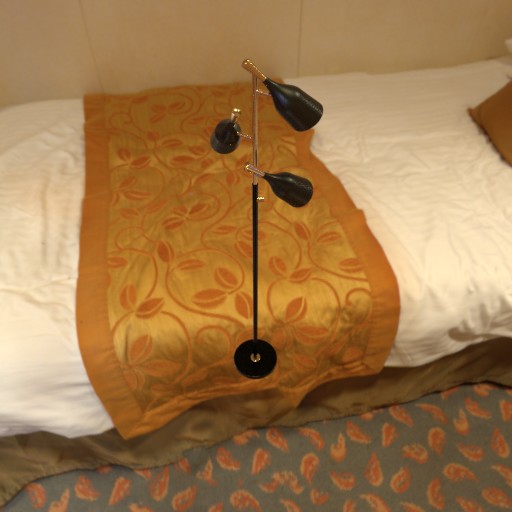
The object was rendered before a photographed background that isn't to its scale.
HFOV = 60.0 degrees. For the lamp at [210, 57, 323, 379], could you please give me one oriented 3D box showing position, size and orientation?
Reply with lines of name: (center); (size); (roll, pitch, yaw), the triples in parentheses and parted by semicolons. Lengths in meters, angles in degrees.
lamp: (0.000, 0.000, 1.953); (0.434, 1.778, 0.253); (24, 51, 21)
